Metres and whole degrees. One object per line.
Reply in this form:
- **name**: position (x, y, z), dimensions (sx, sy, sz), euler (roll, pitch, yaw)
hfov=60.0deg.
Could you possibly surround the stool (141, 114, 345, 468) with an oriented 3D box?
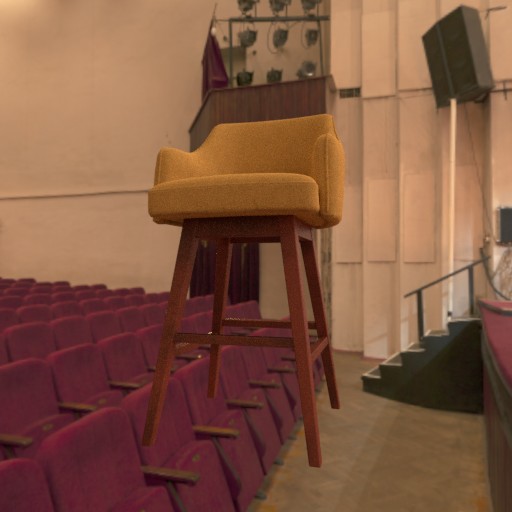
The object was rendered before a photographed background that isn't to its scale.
- **stool**: position (0.000, 0.000, 1.378), dimensions (0.548, 1.012, 0.558), euler (0, -2, 16)
